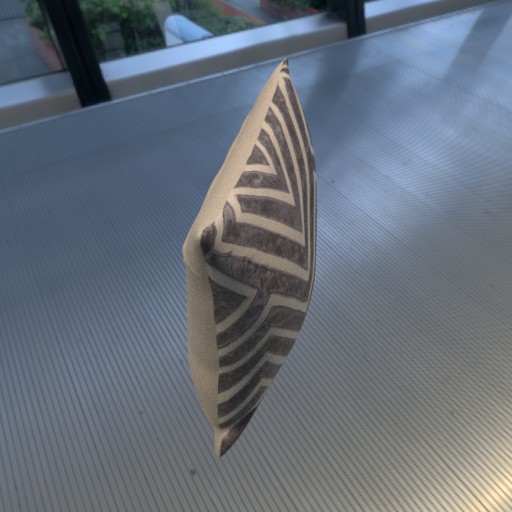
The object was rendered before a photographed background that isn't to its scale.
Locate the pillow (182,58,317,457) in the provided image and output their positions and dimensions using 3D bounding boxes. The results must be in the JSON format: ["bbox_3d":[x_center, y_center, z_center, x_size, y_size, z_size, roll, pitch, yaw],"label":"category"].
[{"bbox_3d":[0.000,0.000,0.669,0.182,0.441,0.440,9,45,9],"label":"pillow"}]
